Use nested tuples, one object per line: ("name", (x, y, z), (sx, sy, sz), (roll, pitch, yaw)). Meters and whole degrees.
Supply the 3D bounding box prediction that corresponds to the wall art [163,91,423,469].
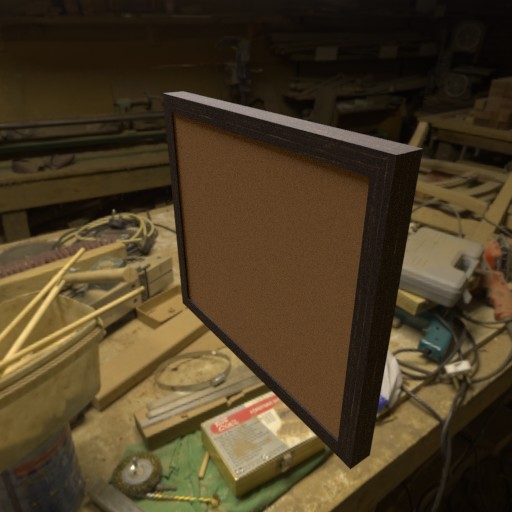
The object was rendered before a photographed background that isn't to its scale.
("wall art", (0.000, 0.000, 0.530), (0.031, 0.330, 0.381), (-18, 33, -31))
